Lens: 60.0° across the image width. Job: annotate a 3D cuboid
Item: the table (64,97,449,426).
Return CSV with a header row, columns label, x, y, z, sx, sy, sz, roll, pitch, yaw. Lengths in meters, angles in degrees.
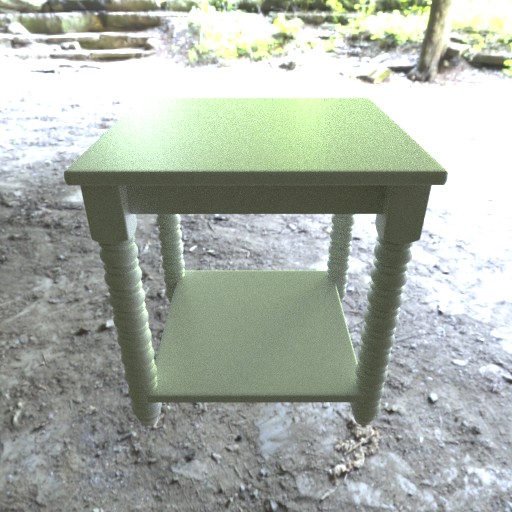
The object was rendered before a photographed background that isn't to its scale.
label,x,y,z,sx,sy,sz,roll,pitch,yaw
table,0.000,0.000,0.961,0.533,0.563,0.500,0,31,0
